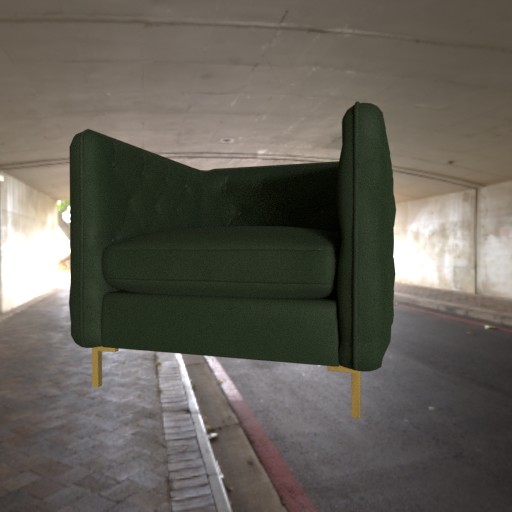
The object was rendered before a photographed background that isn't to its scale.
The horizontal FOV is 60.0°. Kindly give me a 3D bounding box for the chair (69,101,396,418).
[{"bbox_3d":[0.000,0.000,1.538,0.917,0.768,0.855,0,1,18],"label":"chair"}]
